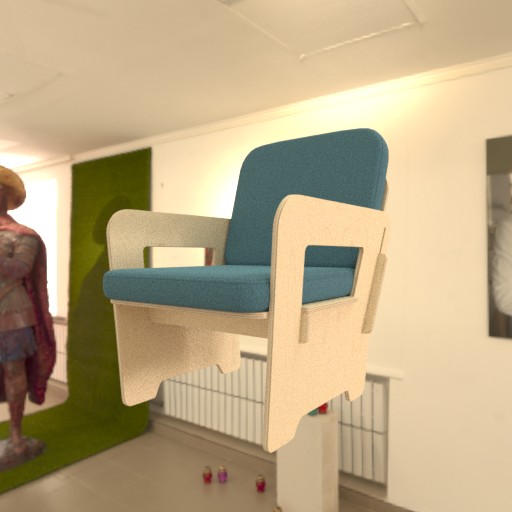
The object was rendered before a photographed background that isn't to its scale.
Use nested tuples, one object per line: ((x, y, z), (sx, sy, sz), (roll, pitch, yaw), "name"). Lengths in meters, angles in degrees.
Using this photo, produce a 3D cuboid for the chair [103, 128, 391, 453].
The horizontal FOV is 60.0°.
((0.000, 0.000, 1.170), (0.547, 0.747, 0.657), (0, 1, 37), "chair")
